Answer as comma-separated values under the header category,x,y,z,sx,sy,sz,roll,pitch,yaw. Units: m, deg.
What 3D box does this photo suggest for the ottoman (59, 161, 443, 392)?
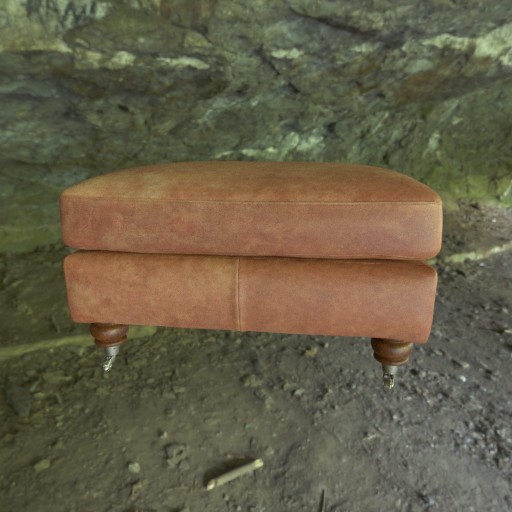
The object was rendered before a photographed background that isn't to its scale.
category,x,y,z,sx,sy,sz,roll,pitch,yaw
ottoman,0.000,0.000,1.215,0.852,0.507,0.565,2,14,8
